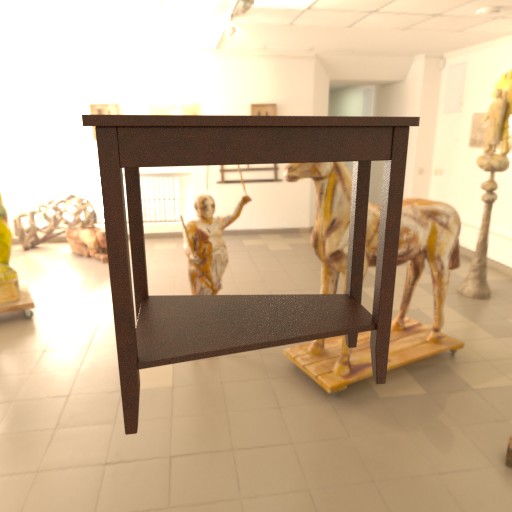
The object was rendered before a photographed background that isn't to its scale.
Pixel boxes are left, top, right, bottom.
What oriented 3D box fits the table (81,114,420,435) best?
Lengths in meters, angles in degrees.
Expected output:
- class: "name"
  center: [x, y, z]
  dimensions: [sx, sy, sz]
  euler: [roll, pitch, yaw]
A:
- class: "table"
  center: [0.000, 0.000, 0.987]
  dimensions: [0.605, 0.589, 0.399]
  euler: [-3, 17, -9]
